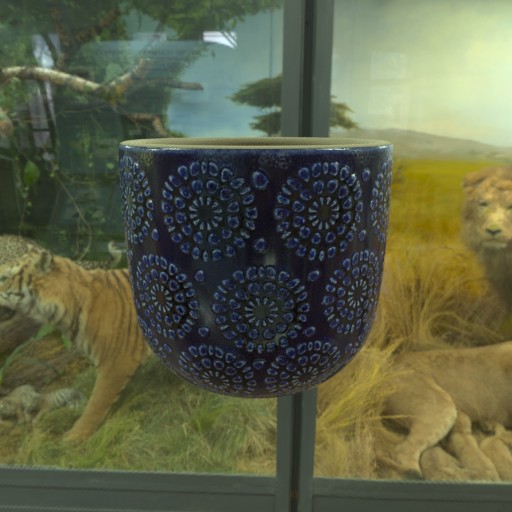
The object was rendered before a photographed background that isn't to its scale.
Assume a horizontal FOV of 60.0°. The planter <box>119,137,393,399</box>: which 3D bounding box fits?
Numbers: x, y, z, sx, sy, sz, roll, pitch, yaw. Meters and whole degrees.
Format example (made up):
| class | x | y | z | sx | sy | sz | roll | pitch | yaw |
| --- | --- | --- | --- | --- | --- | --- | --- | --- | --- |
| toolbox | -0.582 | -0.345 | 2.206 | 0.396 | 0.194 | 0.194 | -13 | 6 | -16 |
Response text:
| class | x | y | z | sx | sy | sz | roll | pitch | yaw |
| --- | --- | --- | --- | --- | --- | --- | --- | --- | --- |
| planter | 0.000 | 0.000 | 0.295 | 0.165 | 0.149 | 0.165 | 0 | 16 | 0 |
